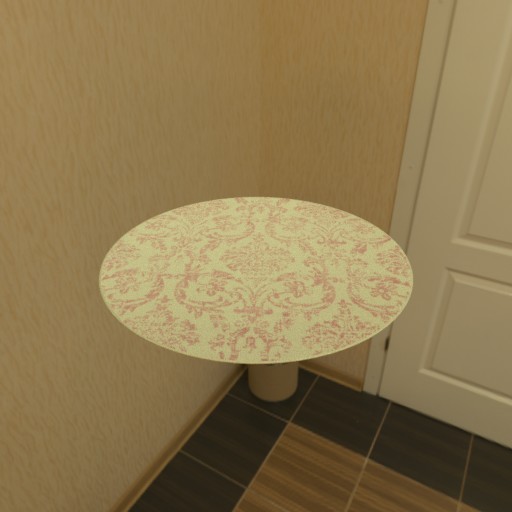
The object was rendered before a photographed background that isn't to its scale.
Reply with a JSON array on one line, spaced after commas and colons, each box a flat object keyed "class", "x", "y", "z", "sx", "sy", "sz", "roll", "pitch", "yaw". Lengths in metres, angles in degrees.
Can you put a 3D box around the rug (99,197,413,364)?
[{"class": "rug", "x": 0.000, "y": 0.000, "z": 2.348, "sx": 1.593, "sy": 0.012, "sz": 1.593, "roll": 0, "pitch": 30, "yaw": 0}]
